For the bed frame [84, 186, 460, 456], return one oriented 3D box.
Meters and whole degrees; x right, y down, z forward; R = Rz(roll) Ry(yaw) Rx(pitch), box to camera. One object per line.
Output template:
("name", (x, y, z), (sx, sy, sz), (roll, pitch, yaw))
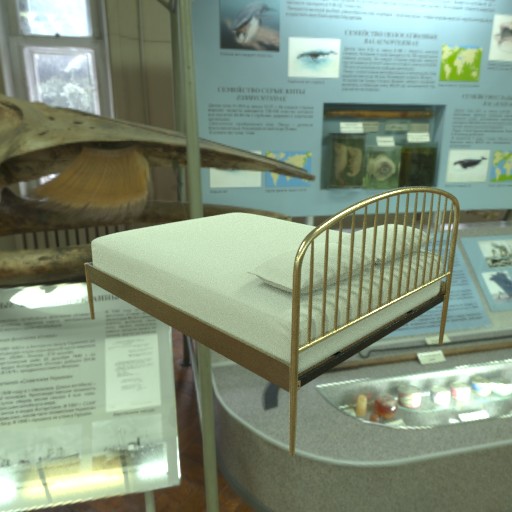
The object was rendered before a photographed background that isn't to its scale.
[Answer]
("bed frame", (0.000, 0.000, 3.171), (1.612, 1.175, 2.152), (-15, 22, -42))
